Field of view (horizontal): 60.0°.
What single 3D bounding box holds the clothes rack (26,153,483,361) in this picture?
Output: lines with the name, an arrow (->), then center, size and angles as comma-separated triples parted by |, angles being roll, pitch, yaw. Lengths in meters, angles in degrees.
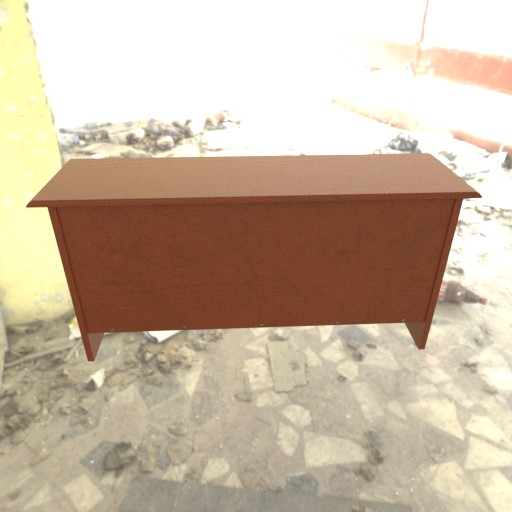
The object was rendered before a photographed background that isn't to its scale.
clothes rack -> 0.000, 0.000, 1.512 | 1.251, 0.594, 0.362 | -1, 31, -2
